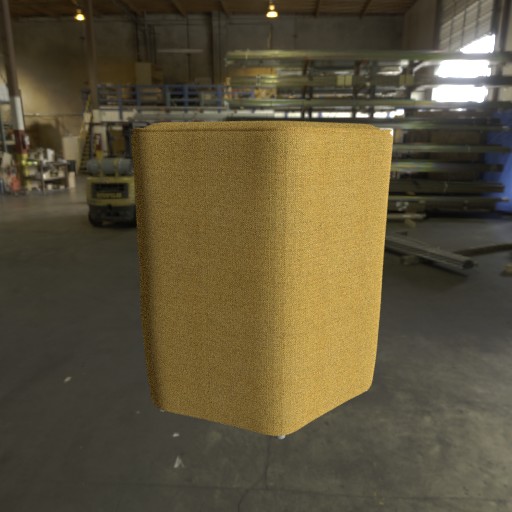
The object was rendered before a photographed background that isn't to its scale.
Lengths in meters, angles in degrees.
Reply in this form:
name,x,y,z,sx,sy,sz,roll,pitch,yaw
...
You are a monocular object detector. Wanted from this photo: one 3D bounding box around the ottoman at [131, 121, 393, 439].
name,x,y,z,sx,sy,sz,roll,pitch,yaw
ottoman,0.000,0.000,0.886,0.443,0.502,0.494,-2,15,-10
